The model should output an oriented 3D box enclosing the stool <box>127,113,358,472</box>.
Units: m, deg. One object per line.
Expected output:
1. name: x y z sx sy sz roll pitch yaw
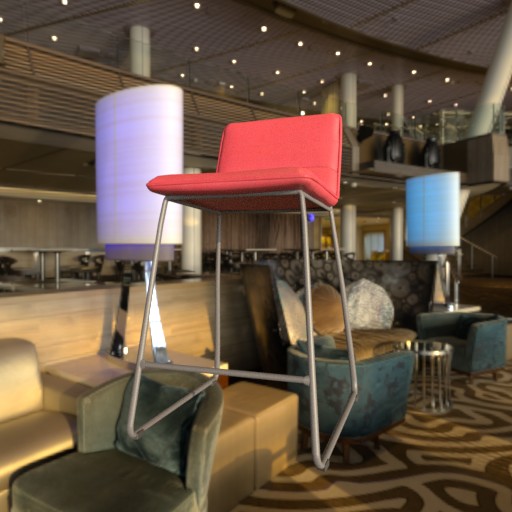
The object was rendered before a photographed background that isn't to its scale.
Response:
1. stool: 0.000 0.000 1.188 0.489 0.866 0.524 0 1 19
